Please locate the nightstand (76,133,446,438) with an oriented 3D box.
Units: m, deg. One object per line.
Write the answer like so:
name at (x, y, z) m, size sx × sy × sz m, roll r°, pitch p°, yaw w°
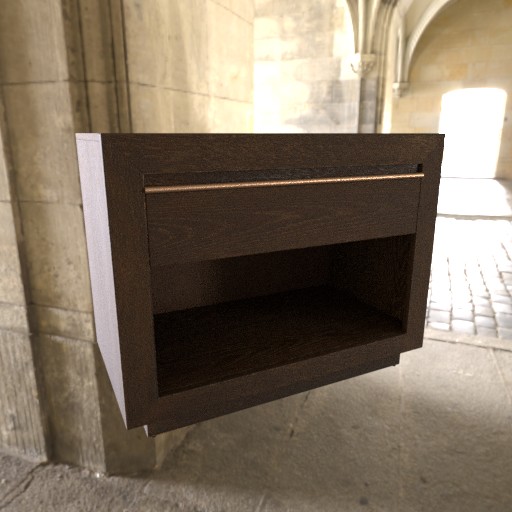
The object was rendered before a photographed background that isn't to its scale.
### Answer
nightstand at (0.000, 0.000, 1.146) m, size 0.775 × 0.612 × 0.457 m, roll -8°, pitch 17°, yaw -25°
